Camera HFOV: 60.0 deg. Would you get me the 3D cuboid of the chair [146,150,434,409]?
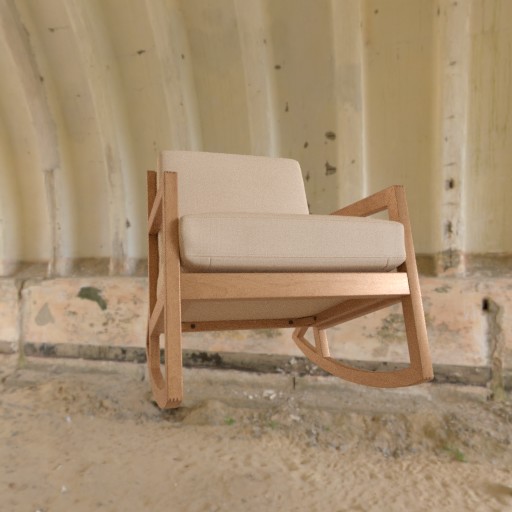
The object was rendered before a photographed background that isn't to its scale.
[{"bbox_3d":[0.000,0.000,1.377,0.622,0.790,0.857,0,-1,-17],"label":"chair"}]
